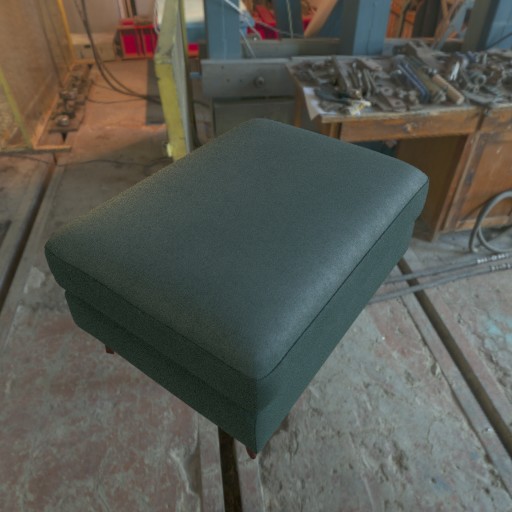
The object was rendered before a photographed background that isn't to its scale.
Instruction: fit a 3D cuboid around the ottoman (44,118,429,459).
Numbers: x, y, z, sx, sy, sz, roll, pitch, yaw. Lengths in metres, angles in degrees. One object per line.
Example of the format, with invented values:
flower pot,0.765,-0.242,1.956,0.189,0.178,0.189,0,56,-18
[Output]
ottoman,0.000,0.000,1.158,0.608,0.449,0.811,26,47,26
